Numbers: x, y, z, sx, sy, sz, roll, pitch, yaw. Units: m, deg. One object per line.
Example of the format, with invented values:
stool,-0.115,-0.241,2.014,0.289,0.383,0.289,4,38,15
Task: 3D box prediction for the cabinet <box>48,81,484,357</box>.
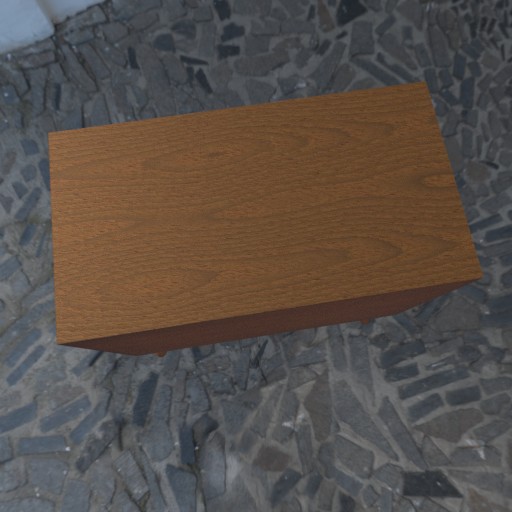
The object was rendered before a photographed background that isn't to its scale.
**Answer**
cabinet,0.000,0.000,1.134,0.712,0.748,0.388,-9,75,-2
